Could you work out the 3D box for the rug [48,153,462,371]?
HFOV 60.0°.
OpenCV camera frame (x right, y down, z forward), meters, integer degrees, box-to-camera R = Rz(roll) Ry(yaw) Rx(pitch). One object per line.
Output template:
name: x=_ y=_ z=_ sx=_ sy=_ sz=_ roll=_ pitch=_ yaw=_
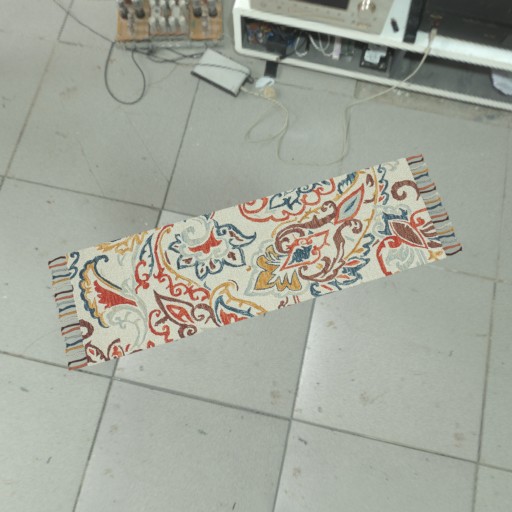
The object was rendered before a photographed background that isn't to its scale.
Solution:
rug: x=0.000 y=0.000 z=2.967 sx=2.682 sy=0.015 sz=0.763 roll=-16 pitch=77 yaw=-4
